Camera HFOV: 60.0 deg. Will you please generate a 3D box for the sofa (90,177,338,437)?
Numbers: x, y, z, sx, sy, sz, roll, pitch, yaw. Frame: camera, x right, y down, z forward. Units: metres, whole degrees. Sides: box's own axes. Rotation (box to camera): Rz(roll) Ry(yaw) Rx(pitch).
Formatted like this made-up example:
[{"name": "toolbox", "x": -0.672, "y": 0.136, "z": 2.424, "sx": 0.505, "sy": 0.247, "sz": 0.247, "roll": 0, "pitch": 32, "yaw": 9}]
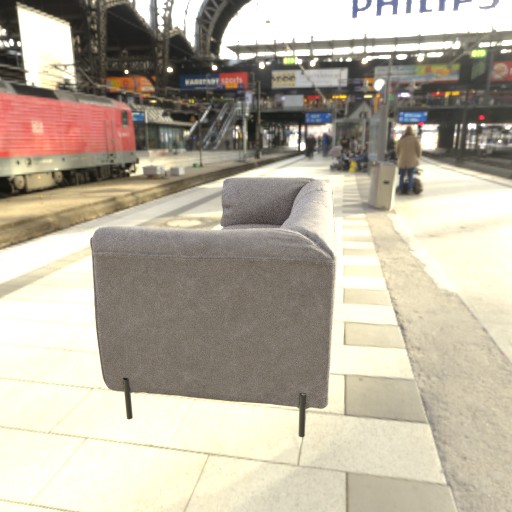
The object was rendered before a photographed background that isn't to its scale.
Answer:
[{"name": "sofa", "x": 0.000, "y": 0.000, "z": 2.624, "sx": 0.899, "sy": 0.758, "sz": 2.238, "roll": 2, "pitch": 15, "yaw": 8}]
